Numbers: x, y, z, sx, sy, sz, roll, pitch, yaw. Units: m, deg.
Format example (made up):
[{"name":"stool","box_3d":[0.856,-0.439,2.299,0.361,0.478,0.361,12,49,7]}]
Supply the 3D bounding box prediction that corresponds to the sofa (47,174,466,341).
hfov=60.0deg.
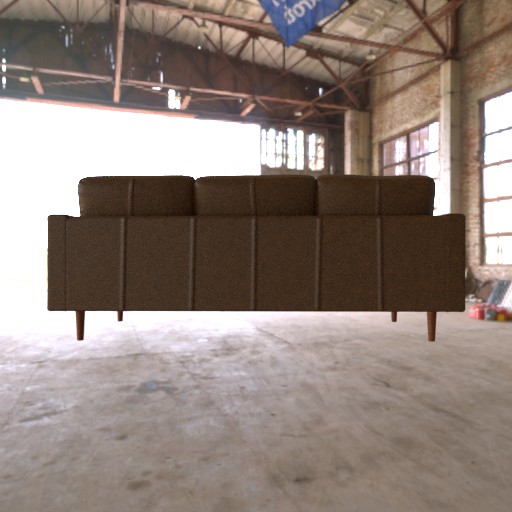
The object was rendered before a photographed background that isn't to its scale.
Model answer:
[{"name":"sofa","box_3d":[0.000,0.000,2.804,2.231,0.930,0.903,0,0,1]}]
